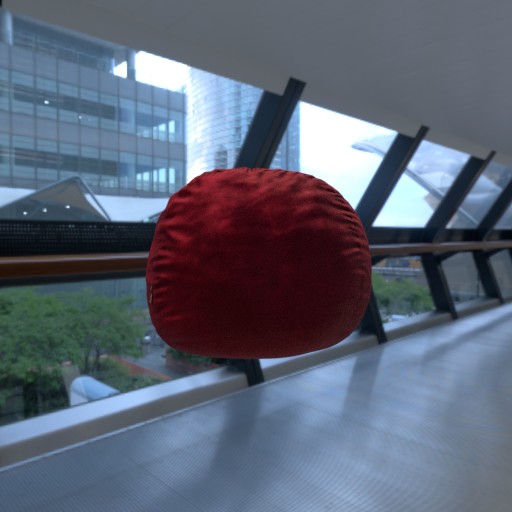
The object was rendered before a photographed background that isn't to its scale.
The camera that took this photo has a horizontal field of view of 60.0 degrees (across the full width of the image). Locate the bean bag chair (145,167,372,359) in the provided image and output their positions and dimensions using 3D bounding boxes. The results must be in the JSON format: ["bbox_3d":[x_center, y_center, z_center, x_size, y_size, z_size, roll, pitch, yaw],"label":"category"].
[{"bbox_3d":[0.000,0.000,2.837,1.216,0.867,2.293,0,1,1],"label":"bean bag chair"}]
